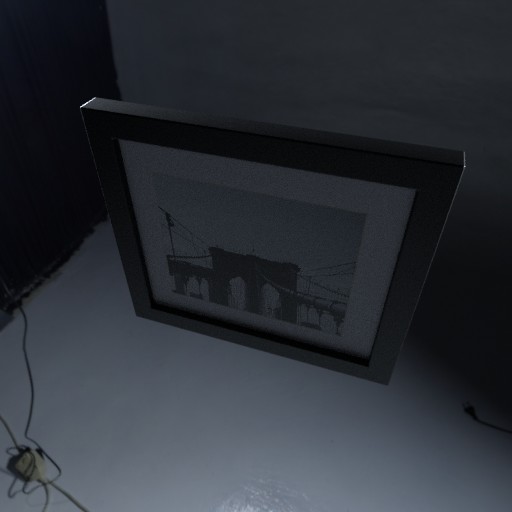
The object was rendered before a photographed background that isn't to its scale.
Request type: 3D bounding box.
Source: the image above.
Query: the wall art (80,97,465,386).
[{"bbox_3d":[0.000,0.000,0.536,0.380,0.330,0.028,13,43,14],"label":"wall art"}]
